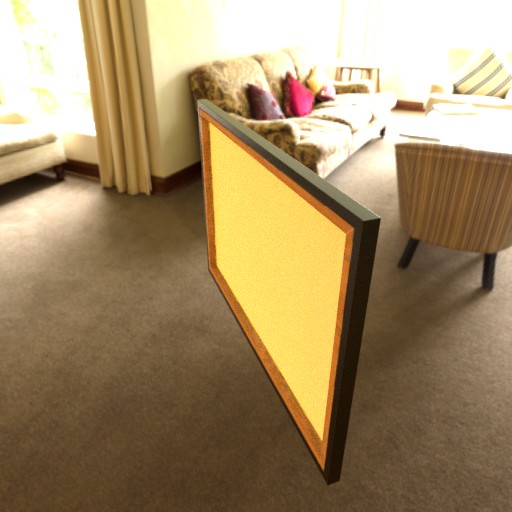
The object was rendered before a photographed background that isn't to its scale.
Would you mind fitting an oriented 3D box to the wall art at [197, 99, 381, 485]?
[{"bbox_3d":[0.000,0.000,0.830,0.022,0.446,0.659,-11,32,-18],"label":"wall art"}]
